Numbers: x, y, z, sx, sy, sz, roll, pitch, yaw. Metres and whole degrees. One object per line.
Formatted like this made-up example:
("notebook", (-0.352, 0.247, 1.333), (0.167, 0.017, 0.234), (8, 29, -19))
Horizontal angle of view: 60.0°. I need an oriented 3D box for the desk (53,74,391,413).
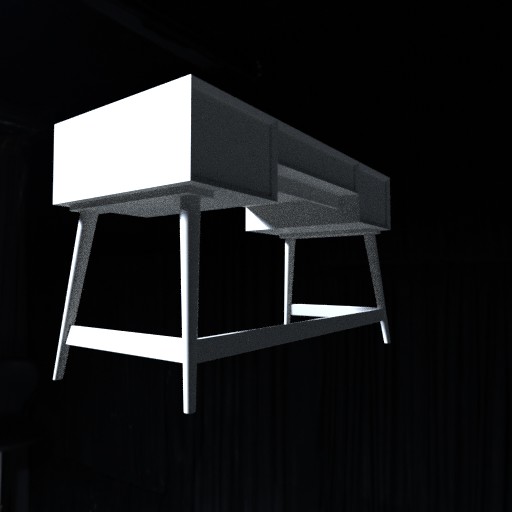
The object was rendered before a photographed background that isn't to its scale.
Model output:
("desk", (0.000, 0.000, 1.693), (0.589, 0.762, 1.313), (-2, -3, 36))
